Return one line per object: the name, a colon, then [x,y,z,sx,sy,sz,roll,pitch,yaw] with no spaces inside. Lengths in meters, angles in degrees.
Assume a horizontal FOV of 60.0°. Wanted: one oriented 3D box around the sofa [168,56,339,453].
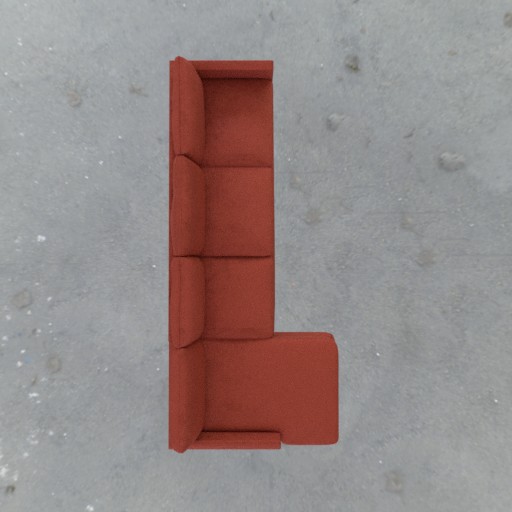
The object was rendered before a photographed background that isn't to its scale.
sofa: [0.000,0.000,4.041,1.500,0.967,3.400,0,89,0]
